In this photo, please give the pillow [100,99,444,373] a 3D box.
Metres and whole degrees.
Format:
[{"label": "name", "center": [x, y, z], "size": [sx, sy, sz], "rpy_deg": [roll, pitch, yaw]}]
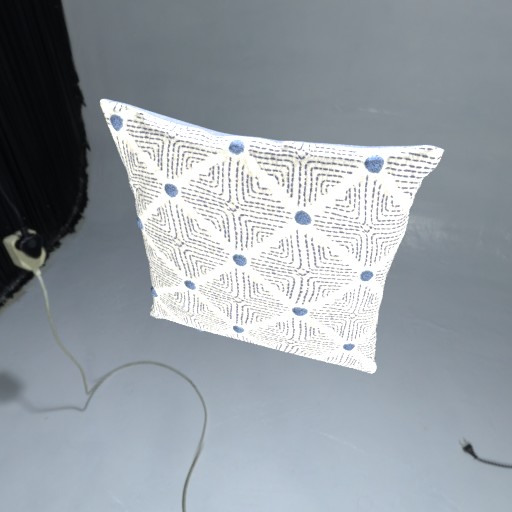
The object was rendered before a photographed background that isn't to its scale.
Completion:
[{"label": "pillow", "center": [0.000, 0.000, 0.792], "size": [0.510, 0.510, 0.145], "rpy_deg": [12, 44, 13]}]
